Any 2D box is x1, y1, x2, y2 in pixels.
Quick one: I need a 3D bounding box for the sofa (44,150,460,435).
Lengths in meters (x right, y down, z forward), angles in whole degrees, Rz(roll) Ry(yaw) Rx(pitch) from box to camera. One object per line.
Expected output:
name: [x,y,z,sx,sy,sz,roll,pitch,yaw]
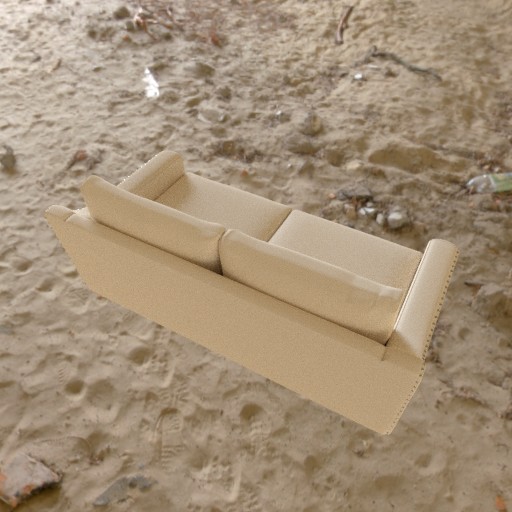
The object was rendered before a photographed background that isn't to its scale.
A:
sofa: [0.000,0.000,2.291,1.812,0.830,0.949,22,49,20]
